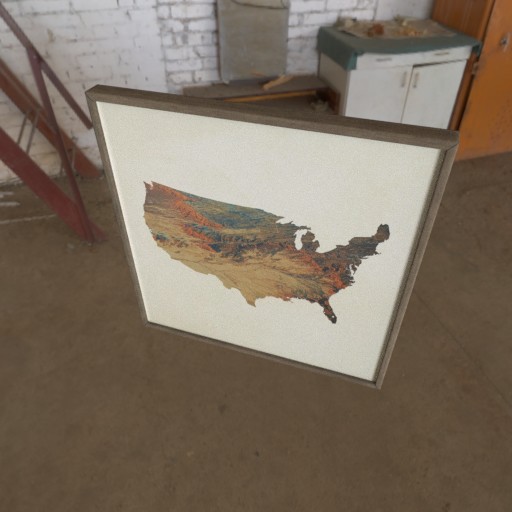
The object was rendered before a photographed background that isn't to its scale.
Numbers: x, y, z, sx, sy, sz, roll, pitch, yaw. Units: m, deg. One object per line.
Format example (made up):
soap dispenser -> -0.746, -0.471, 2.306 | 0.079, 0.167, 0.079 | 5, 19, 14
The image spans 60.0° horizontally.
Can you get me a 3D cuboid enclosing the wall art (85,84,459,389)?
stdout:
wall art -> 0.000, 0.000, 1.108 | 0.749, 0.751, 0.050 | 12, 42, 14
